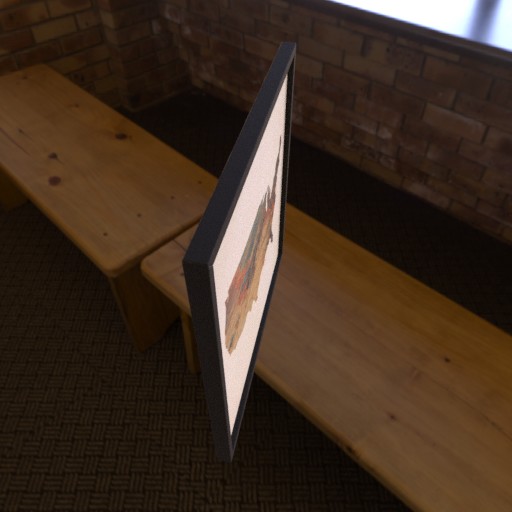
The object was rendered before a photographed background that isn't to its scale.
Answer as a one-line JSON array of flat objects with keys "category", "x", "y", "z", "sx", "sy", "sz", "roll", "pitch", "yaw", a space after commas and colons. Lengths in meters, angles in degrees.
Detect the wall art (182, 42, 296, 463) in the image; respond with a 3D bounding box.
[{"category": "wall art", "x": 0.000, "y": 0.000, "z": 0.448, "sx": 0.015, "sy": 0.303, "sz": 0.304, "roll": 9, "pitch": 47, "yaw": 8}]
